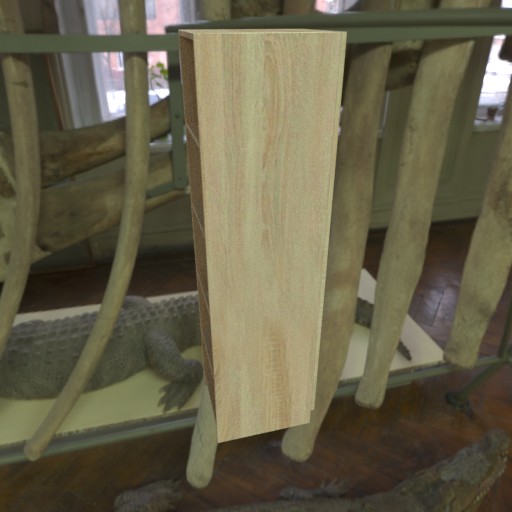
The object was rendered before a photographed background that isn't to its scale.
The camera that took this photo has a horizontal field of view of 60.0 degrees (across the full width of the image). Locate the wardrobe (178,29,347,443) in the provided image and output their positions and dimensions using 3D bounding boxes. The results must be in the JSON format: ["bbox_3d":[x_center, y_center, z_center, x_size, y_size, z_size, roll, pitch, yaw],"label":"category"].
[{"bbox_3d":[0.000,0.000,2.336,0.588,2.117,0.496,-7,29,-13],"label":"wardrobe"}]
